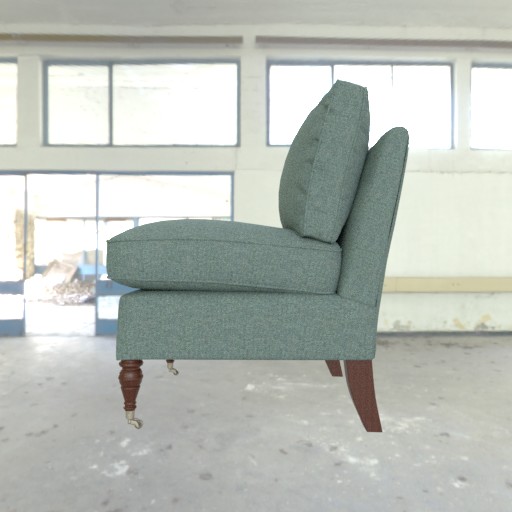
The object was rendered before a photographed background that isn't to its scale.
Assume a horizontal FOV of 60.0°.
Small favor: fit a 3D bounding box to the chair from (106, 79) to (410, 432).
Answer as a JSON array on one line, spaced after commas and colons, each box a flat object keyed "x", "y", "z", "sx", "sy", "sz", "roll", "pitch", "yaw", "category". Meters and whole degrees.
[{"x": 0.000, "y": 0.000, "z": 1.417, "sx": 0.796, "sy": 0.901, "sz": 0.624, "roll": 0, "pitch": 0, "yaw": 0, "category": "chair"}]
